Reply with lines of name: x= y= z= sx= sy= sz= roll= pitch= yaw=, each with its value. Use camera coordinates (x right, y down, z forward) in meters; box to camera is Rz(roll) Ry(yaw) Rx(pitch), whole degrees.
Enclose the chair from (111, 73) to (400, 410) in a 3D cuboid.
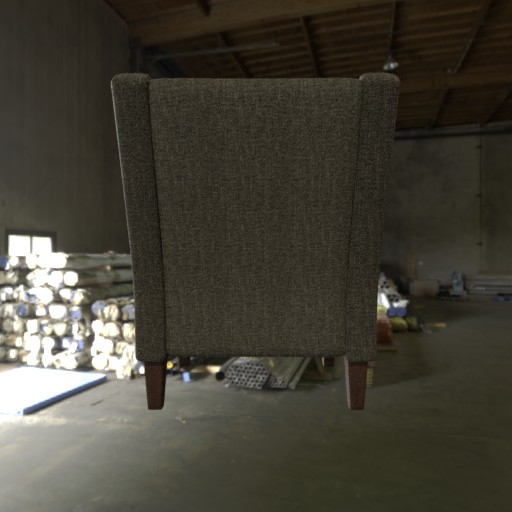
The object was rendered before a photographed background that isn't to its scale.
chair: x=0.000 y=0.000 z=1.653 sx=0.793 sy=1.012 sz=0.944 roll=0 pitch=0 yaw=0
